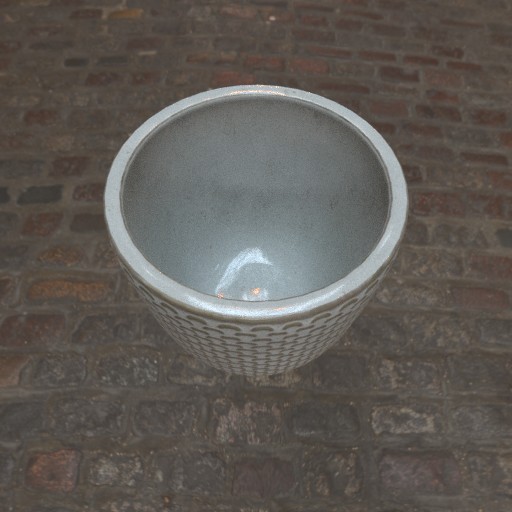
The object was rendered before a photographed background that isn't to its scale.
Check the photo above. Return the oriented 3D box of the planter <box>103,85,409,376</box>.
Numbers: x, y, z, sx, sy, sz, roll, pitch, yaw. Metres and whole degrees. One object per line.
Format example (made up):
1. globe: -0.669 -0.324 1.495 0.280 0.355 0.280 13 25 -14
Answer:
1. planter: 0.000 0.000 0.316 0.173 0.160 0.173 0 58 0
